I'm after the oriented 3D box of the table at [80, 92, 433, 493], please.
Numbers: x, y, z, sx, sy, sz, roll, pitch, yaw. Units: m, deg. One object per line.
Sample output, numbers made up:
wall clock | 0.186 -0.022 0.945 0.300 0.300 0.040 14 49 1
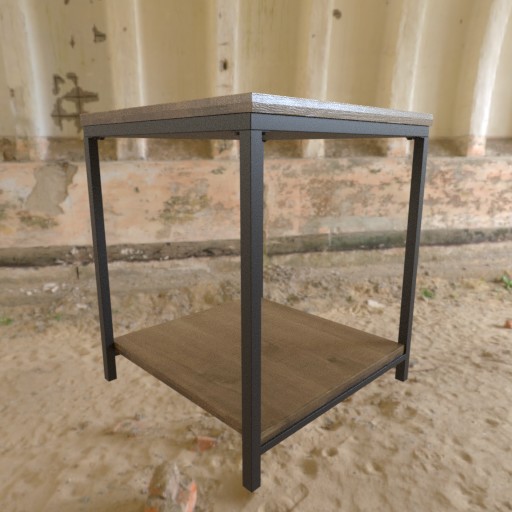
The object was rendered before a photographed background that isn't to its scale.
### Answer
table | 0.000 0.000 0.964 0.507 0.589 0.503 -13 19 -43
